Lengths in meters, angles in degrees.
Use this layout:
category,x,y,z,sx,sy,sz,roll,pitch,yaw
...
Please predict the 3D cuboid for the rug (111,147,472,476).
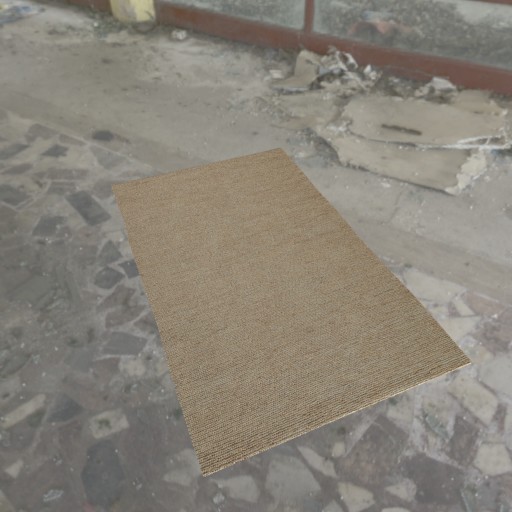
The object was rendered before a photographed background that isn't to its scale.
category,x,y,z,sx,sy,sz,roll,pitch,yaw
rug,0.000,0.000,2.998,1.533,0.011,2.439,-16,46,-16
